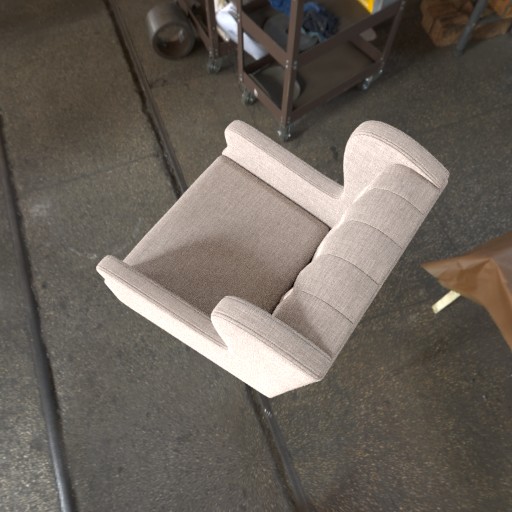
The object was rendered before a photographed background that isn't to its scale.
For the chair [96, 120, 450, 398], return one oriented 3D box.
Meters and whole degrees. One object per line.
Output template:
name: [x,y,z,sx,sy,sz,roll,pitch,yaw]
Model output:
chair: [0.000,0.000,1.468,0.760,0.930,0.710,33,70,14]
